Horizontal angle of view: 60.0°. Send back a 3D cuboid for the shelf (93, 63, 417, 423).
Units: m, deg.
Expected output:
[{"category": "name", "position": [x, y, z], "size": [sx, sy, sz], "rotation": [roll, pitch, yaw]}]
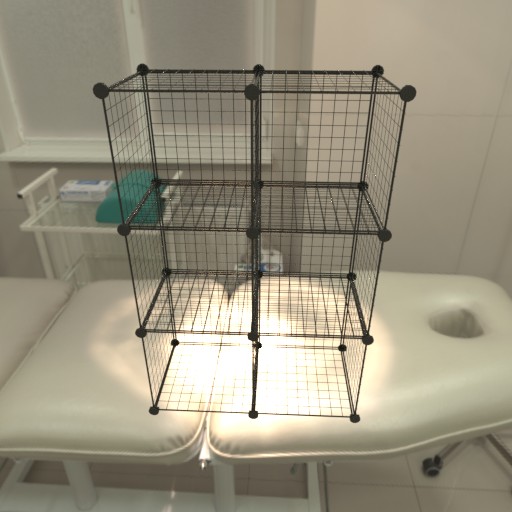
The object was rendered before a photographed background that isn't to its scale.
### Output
[{"category": "shelf", "position": [0.000, 0.000, 1.385], "size": [0.711, 1.067, 0.356], "rotation": [1, 30, 2]}]
